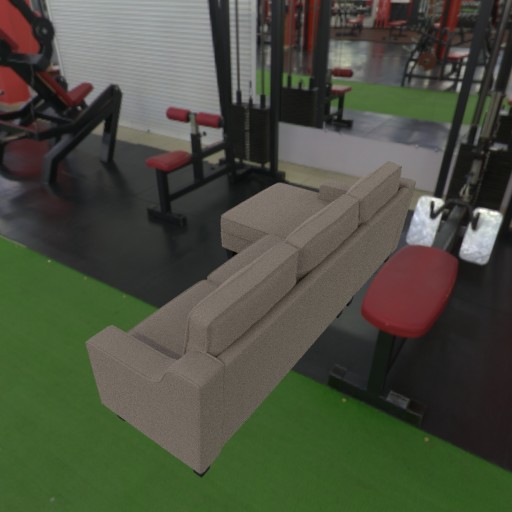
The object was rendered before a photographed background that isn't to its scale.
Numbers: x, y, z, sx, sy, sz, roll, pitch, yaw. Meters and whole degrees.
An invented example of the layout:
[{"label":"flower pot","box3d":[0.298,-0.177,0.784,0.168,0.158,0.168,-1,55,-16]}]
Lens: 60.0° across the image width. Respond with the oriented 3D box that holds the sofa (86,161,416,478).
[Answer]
[{"label":"sofa","box3d":[0.000,0.000,3.048,1.294,0.928,2.561,20,37,29]}]
